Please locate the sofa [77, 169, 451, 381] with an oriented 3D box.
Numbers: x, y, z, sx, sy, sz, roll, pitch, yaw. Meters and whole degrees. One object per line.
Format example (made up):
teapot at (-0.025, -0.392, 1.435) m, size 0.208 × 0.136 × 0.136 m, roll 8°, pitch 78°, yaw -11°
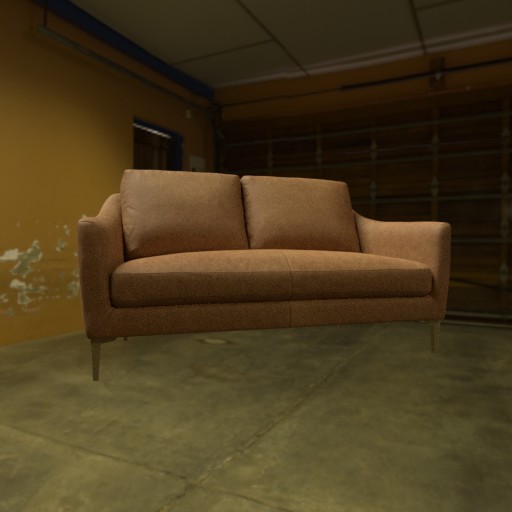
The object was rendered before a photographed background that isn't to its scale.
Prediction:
sofa at (0.000, 0.000, 2.251) m, size 1.619 × 0.902 × 0.960 m, roll 0°, pitch 1°, yaw -17°
